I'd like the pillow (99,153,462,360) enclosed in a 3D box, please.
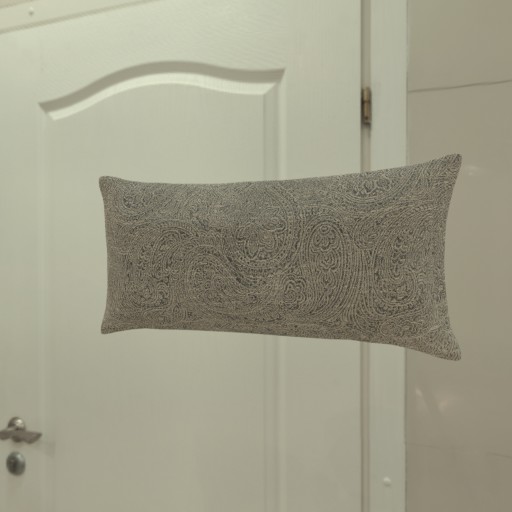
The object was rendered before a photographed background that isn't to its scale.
[{"bbox_3d":[0.000,0.000,0.728,0.615,0.295,0.151,0,0,19],"label":"pillow"}]
